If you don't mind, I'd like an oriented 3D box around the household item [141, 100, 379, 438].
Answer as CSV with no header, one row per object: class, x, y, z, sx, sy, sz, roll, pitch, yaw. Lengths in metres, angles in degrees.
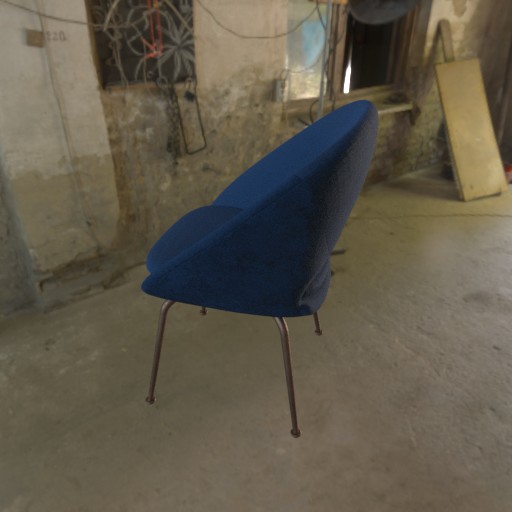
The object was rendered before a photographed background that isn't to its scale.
household item,0.000,0.000,1.260,0.573,0.852,0.623,8,31,13
